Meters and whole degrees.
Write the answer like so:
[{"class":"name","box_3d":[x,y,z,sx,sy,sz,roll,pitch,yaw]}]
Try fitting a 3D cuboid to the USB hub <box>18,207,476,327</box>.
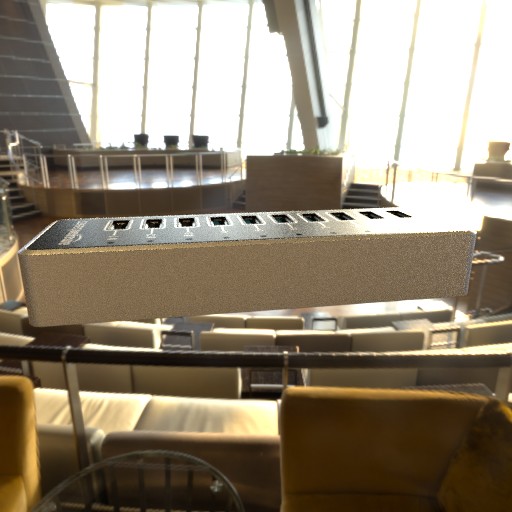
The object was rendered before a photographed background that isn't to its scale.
[{"class":"USB hub","box_3d":[0.000,0.000,0.159,0.145,0.023,0.044,-3,18,-9]}]
